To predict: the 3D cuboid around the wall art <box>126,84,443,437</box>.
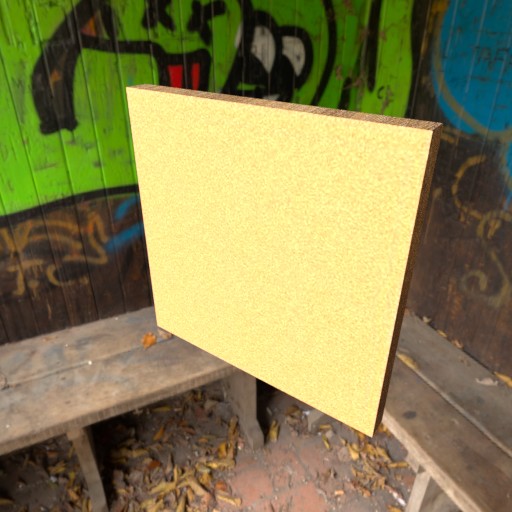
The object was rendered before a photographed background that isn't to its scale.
[{"bbox_3d":[0.000,0.000,0.604,0.406,0.403,0.039,19,35,30],"label":"wall art"}]
